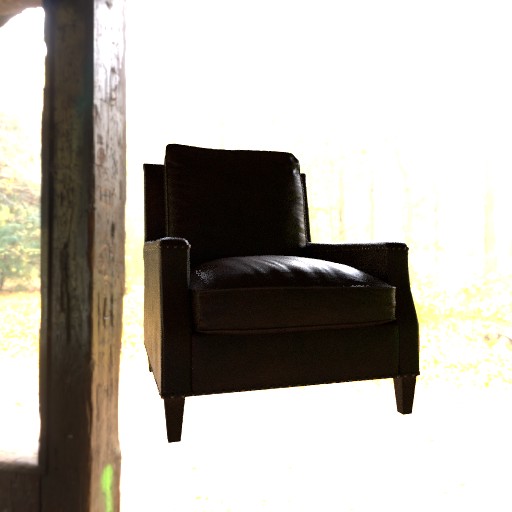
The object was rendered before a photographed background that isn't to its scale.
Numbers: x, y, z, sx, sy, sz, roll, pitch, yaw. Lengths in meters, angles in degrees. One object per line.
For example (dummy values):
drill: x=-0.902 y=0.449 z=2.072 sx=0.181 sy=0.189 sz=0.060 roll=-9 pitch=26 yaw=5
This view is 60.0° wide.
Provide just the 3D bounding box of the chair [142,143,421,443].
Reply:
chair: x=0.000 y=0.000 z=1.802 sx=0.854 sy=1.054 sz=1.035 roll=0 pitch=0 yaw=-17
